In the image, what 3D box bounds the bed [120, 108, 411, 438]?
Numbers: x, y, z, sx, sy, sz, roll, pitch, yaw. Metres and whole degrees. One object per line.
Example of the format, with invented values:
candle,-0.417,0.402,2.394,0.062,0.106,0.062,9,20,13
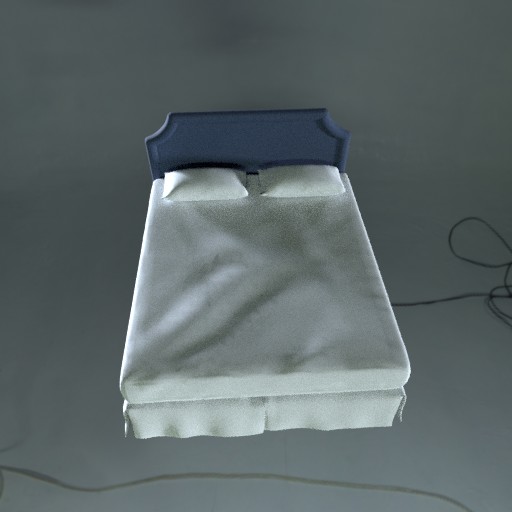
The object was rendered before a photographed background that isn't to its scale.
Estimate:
bed,0.000,0.000,4.144,2.350,1.488,2.773,-2,46,-2
